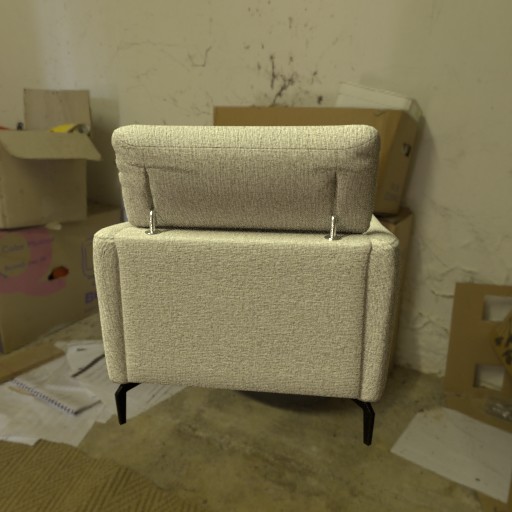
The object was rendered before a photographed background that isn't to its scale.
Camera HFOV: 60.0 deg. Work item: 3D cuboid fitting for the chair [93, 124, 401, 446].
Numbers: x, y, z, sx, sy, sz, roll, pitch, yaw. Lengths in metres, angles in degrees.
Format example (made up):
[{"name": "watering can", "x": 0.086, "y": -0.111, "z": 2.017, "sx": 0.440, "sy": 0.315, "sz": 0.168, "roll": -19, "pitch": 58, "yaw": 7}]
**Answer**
[{"name": "chair", "x": 0.000, "y": 0.000, "z": 1.689, "sx": 0.972, "sy": 0.967, "sz": 0.835, "roll": 2, "pitch": 17, "yaw": 7}]
